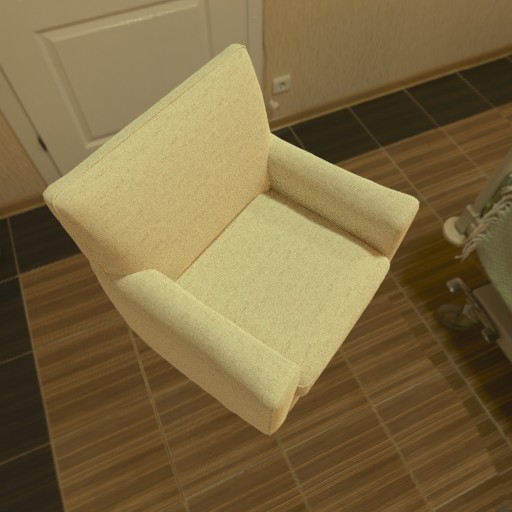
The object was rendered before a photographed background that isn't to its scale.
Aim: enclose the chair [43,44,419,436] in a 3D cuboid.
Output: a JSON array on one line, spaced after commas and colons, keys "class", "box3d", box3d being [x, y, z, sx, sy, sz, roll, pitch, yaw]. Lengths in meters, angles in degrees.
[{"class": "chair", "box3d": [0.000, 0.000, 1.584, 0.823, 0.943, 0.870, 33, 64, 18]}]
